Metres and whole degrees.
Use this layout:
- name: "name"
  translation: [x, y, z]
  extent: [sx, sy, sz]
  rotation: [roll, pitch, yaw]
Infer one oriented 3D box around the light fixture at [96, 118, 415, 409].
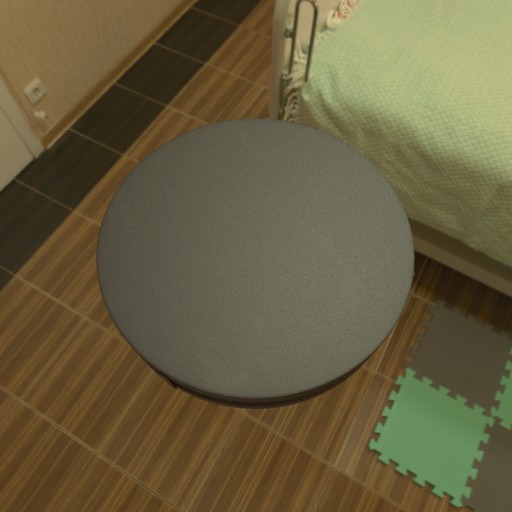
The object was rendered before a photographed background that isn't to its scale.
- name: "light fixture"
  translation: [0.000, 0.000, 0.543]
  extent: [0.356, 0.102, 0.356]
  rotation: [0, 63, 0]
